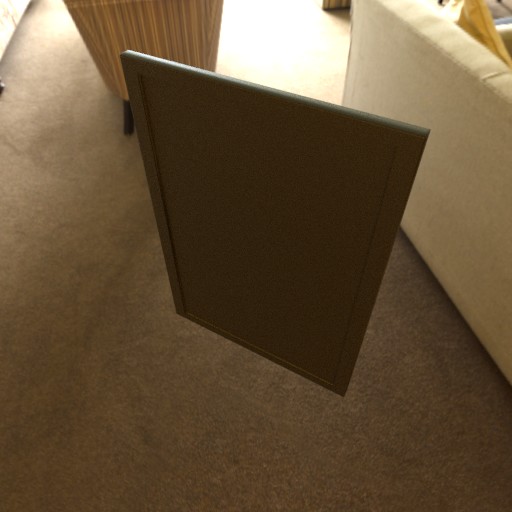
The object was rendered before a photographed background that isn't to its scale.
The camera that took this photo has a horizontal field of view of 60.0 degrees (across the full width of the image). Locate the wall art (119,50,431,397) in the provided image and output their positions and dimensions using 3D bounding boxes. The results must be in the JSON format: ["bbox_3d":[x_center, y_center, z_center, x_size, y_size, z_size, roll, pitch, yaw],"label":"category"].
[{"bbox_3d":[0.000,0.000,0.546,0.303,0.431,0.013,23,51,20],"label":"wall art"}]
